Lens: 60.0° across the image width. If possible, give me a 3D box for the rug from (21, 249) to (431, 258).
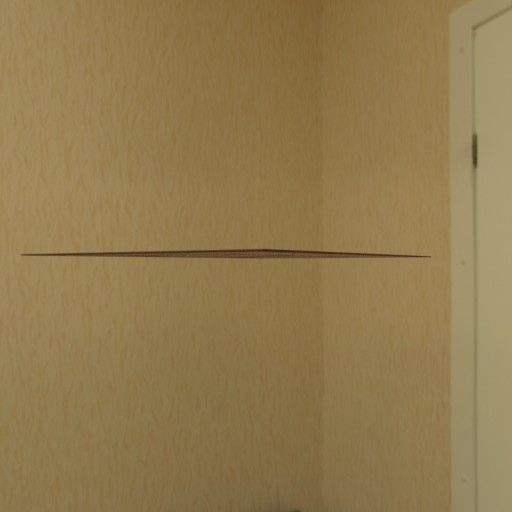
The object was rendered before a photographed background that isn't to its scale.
[{"bbox_3d":[0.000,0.000,4.187,2.381,0.013,3.197,-1,-1,36],"label":"rug"}]
